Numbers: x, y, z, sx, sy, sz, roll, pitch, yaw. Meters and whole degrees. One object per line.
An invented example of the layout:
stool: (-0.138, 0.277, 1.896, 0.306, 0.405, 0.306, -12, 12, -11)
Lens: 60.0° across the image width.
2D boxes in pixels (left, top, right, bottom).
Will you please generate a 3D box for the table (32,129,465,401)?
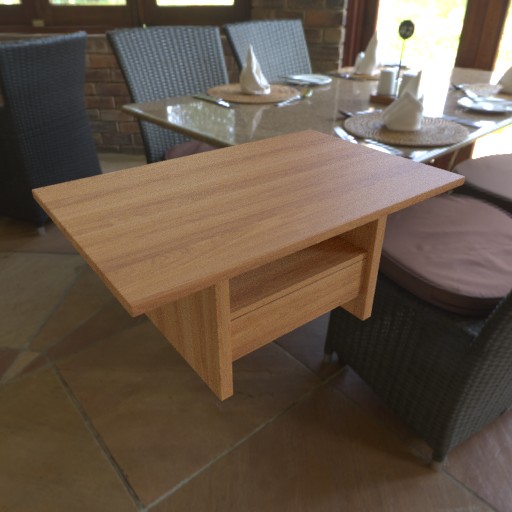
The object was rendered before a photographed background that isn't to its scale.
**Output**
table: (0.000, 0.000, 1.458, 1.100, 0.510, 0.700, -21, 37, -31)
